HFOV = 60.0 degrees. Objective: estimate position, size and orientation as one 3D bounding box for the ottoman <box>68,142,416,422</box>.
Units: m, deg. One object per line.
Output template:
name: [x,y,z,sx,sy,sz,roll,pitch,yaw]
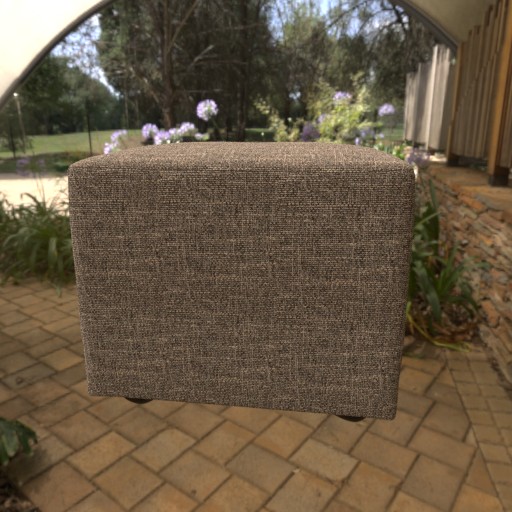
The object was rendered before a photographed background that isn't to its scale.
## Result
ottoman: [0.000,0.000,0.908,0.521,0.453,0.512,2,15,8]
